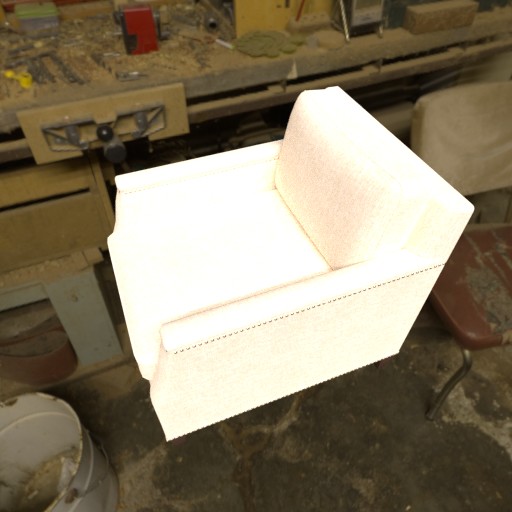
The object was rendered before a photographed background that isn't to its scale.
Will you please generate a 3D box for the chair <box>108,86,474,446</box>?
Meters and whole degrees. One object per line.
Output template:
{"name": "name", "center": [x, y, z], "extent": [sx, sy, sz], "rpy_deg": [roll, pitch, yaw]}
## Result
{"name": "chair", "center": [0.000, 0.000, 1.708], "extent": [1.041, 0.940, 0.838], "rpy_deg": [-16, 49, -15]}
